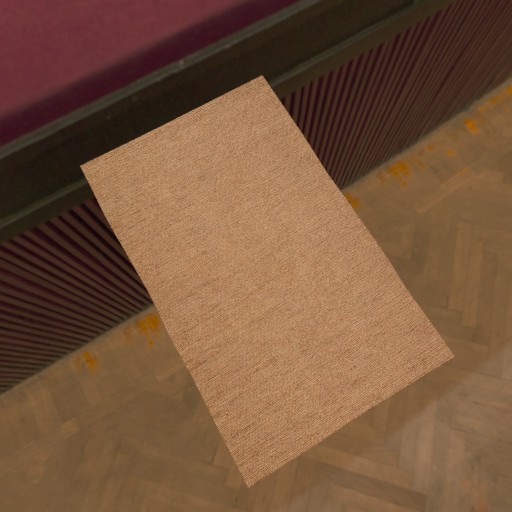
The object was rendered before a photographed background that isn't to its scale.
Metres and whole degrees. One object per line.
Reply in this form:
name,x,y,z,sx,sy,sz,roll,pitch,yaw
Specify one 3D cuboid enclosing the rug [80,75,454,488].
rug,0.000,0.000,3.019,1.533,0.011,2.439,-29,77,-8
